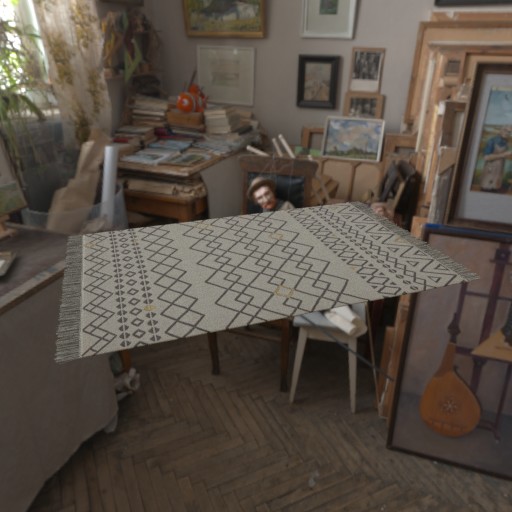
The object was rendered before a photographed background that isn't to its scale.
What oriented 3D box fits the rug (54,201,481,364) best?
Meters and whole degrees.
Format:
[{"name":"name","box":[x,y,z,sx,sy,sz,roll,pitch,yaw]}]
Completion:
[{"name":"rug","box":[0.000,0.000,3.014,2.472,0.035,1.495,-9,28,-17]}]
